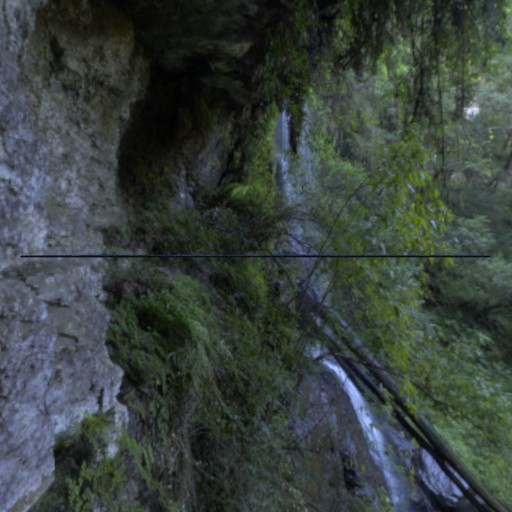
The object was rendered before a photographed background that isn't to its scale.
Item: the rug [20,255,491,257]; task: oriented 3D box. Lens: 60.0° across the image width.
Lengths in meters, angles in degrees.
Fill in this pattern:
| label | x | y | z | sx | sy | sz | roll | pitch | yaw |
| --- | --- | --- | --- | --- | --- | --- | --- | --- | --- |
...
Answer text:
| label | x | y | z | sx | sy | sz | roll | pitch | yaw |
| --- | --- | --- | --- | --- | --- | --- | --- | --- | --- |
| rug | 0.000 | 0.000 | 2.675 | 2.448 | 0.012 | 0.769 | 0 | 0 | -1 |
